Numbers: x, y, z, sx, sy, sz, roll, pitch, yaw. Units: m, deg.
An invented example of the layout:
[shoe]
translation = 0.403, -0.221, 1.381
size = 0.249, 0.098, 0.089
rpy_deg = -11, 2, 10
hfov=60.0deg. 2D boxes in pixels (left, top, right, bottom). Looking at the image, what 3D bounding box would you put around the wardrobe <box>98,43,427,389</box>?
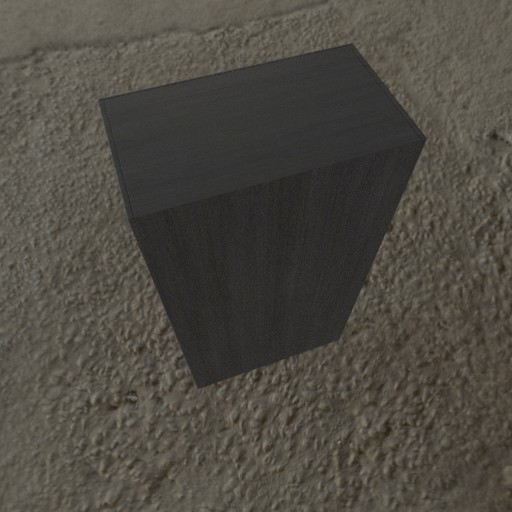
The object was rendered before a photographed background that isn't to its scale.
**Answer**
[wardrobe]
translation = 0.000, 0.000, 2.278
size = 0.991, 1.808, 0.577
rpy_deg = -17, 60, -10
